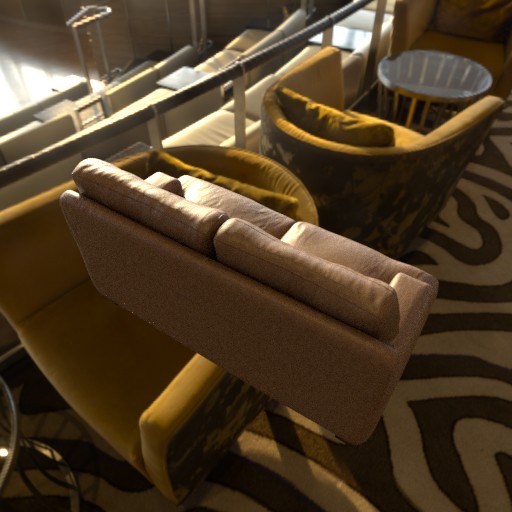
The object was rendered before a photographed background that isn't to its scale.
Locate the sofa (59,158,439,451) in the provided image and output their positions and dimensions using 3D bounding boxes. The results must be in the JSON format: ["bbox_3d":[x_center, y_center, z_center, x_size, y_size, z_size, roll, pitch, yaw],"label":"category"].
[{"bbox_3d":[0.000,0.000,2.441,1.855,0.980,0.962,25,50,23],"label":"sofa"}]
